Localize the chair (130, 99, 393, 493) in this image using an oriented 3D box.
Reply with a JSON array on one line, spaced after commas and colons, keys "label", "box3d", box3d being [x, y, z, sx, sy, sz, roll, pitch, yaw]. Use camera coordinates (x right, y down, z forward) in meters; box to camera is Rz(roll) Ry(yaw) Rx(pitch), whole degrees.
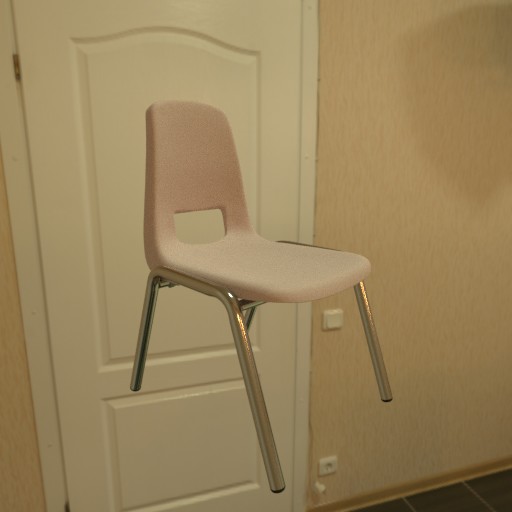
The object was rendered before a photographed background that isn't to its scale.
[{"label": "chair", "box3d": [0.000, 0.000, 0.833, 0.423, 0.586, 0.354, 12, 17, 42]}]
